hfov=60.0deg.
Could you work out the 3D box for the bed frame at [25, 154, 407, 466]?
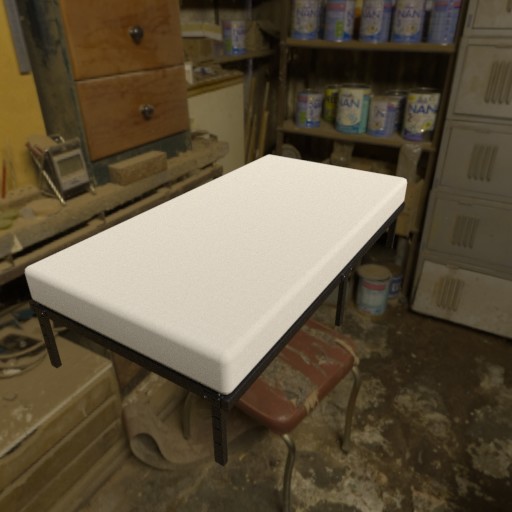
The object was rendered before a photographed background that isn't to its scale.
[{"bbox_3d":[0.000,0.000,3.206,1.393,0.680,2.635,17,33,28],"label":"bed frame"}]
